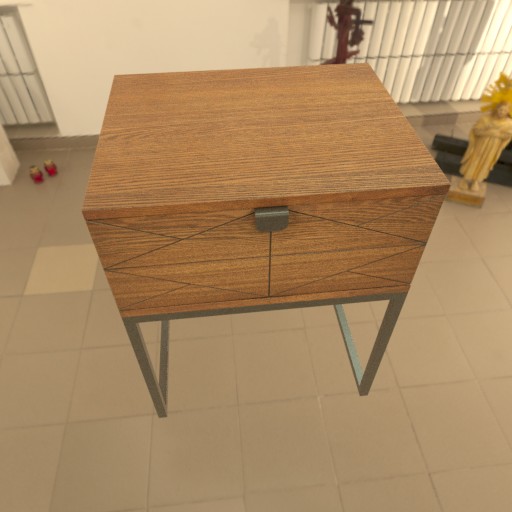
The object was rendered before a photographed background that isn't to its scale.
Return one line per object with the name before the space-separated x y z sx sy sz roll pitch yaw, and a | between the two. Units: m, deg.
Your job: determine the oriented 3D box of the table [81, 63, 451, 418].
table | 0.000 0.000 0.921 0.482 0.610 0.400 -5 47 -4
